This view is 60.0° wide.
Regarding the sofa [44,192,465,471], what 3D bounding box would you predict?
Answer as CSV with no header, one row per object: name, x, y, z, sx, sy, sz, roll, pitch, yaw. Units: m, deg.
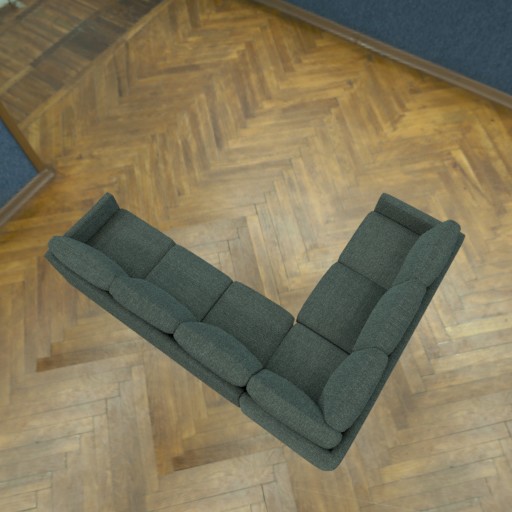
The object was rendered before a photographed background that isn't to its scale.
sofa,0.000,0.000,4.519,3.302,0.947,2.593,32,67,15
